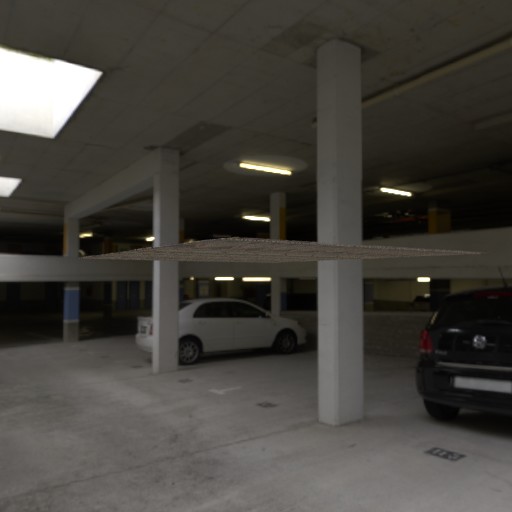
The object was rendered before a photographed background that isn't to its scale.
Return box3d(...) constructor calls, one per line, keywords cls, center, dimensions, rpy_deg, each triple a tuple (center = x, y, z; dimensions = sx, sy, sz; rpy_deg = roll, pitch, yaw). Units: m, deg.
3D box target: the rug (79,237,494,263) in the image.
box3d(cls="rug", center=(0.000, 0.000, 3.922), dimensions=(2.371, 0.012, 3.000), rpy_deg=(2, -3, -35))
